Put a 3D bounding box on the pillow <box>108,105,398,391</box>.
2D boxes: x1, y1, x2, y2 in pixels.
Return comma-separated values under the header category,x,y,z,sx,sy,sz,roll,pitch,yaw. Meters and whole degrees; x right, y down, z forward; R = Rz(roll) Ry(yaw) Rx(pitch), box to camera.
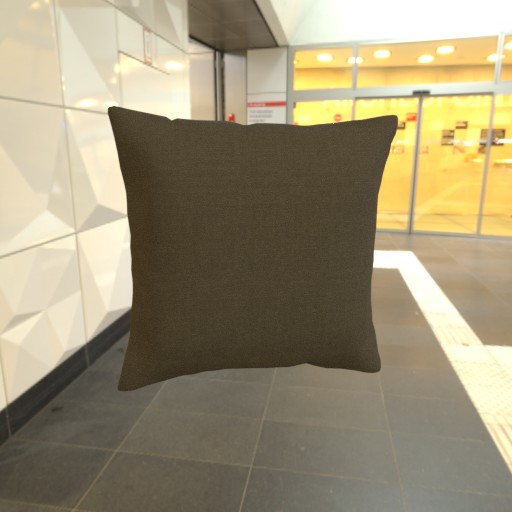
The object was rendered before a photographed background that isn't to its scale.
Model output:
category,x,y,z,sx,sy,sz,roll,pitch,yaw
pillow,0.000,0.000,0.676,0.436,0.430,0.138,-2,14,-10
